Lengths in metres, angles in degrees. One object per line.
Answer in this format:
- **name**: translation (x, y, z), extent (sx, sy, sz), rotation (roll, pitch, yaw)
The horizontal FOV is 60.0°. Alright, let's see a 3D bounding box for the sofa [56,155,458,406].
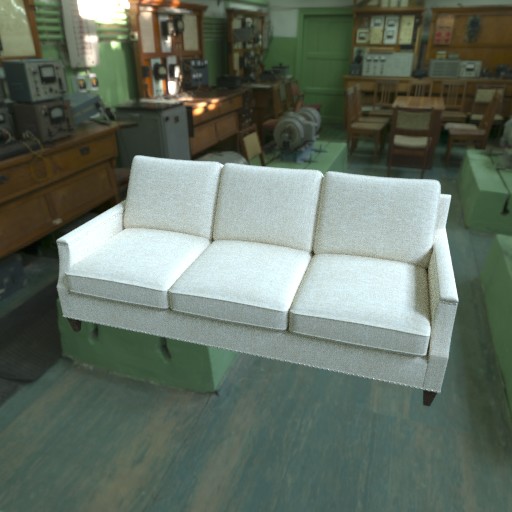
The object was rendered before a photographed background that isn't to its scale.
- **sofa**: translation (0.000, 0.000, 2.738), extent (2.210, 0.940, 1.041), rotation (8, 28, 15)
